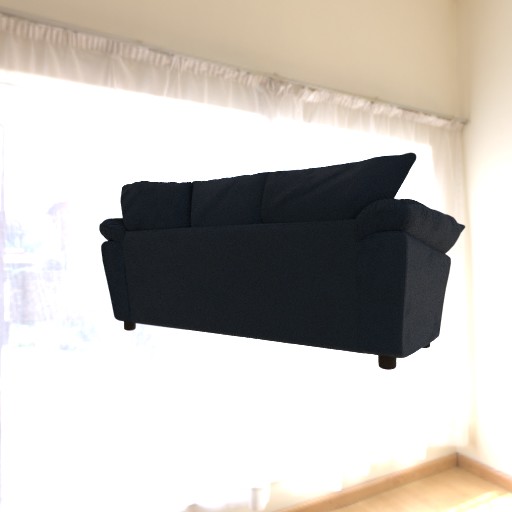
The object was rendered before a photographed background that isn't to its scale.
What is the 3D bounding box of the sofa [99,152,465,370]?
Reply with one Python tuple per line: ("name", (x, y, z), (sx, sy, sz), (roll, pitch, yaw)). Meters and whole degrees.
("sofa", (0.000, 0.000, 2.929), (2.390, 1.091, 0.907), (0, 0, 36))
